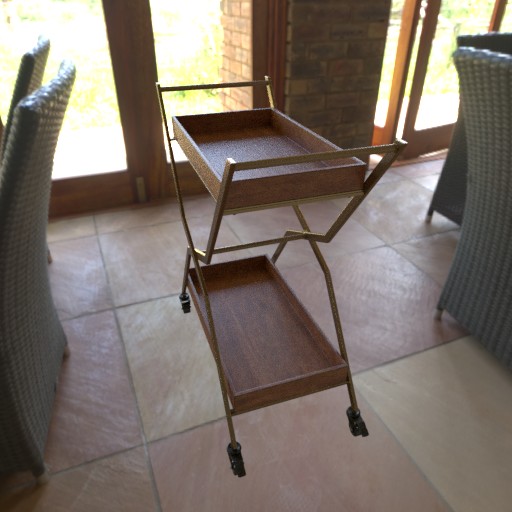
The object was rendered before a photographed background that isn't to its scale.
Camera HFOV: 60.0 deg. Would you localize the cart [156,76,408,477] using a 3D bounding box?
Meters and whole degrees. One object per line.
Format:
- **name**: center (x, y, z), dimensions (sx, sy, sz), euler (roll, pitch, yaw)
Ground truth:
- **cart**: center (0.000, 0.000, 1.331), dimensions (0.405, 0.869, 0.836), euler (-10, 33, -16)
